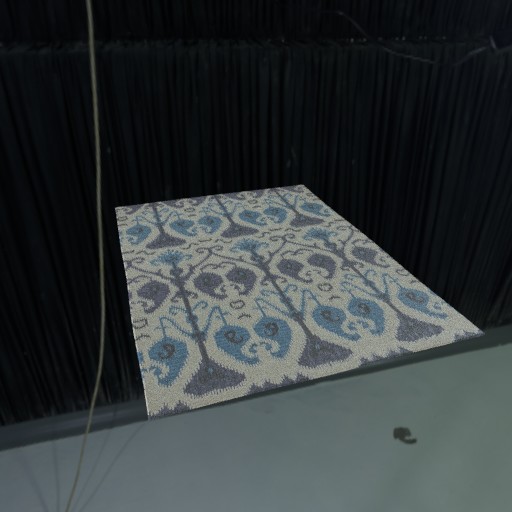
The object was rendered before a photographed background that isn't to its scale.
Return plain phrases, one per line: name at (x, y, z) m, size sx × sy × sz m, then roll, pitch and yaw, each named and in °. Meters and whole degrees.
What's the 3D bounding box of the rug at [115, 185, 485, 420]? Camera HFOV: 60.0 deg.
rug at (0.000, 0.000, 2.930) m, size 1.676 × 0.013 × 2.261 m, roll -9°, pitch 31°, yaw -16°
